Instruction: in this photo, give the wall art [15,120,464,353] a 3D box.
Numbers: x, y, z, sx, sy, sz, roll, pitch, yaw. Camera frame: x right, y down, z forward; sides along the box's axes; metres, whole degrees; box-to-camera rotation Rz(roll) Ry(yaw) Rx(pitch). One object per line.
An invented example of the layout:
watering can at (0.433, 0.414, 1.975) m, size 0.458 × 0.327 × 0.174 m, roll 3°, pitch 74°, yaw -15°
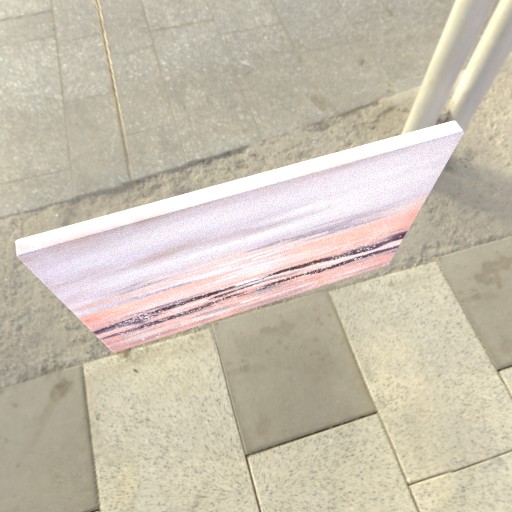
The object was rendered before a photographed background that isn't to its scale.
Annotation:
wall art at (0.000, 0.000, 1.134) m, size 0.913 × 0.609 × 0.038 m, roll -17°, pitch 63°, yaw -9°
